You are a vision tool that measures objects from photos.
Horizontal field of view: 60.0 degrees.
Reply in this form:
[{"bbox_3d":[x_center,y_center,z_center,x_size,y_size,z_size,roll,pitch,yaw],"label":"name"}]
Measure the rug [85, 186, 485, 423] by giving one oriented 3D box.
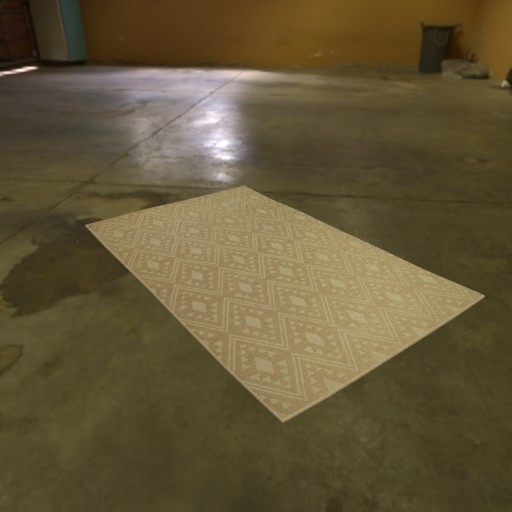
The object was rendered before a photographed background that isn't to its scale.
[{"bbox_3d":[0.000,0.000,3.048,1.553,0.053,2.430,-20,34,-32],"label":"rug"}]
